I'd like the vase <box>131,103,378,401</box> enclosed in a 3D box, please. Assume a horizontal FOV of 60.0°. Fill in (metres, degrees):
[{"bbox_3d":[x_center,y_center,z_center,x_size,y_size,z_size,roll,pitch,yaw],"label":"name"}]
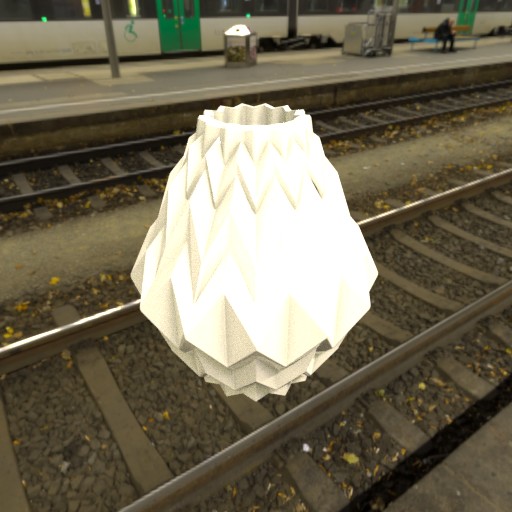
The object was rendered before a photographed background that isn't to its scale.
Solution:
[{"bbox_3d":[0.000,0.000,0.297,0.164,0.185,0.164,0,30,0],"label":"vase"}]
